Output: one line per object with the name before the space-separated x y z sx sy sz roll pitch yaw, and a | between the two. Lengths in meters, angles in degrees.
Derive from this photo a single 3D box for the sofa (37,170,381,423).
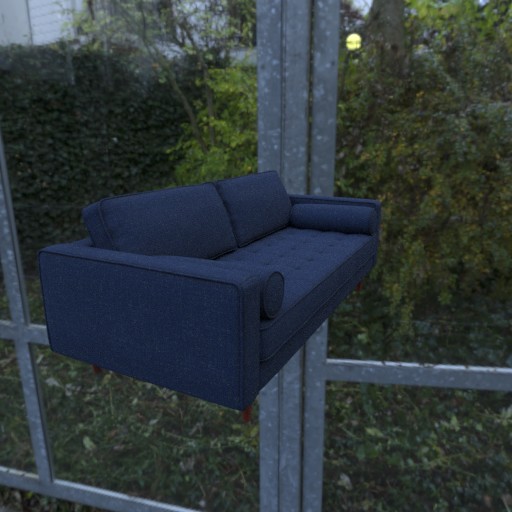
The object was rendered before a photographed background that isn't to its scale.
sofa | 0.000 0.000 2.313 0.914 0.762 1.880 8 17 26
